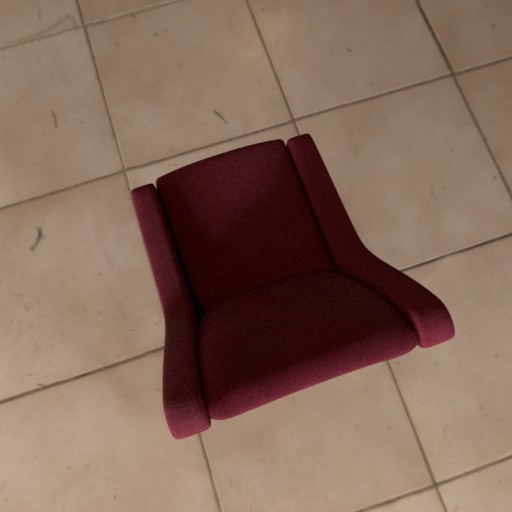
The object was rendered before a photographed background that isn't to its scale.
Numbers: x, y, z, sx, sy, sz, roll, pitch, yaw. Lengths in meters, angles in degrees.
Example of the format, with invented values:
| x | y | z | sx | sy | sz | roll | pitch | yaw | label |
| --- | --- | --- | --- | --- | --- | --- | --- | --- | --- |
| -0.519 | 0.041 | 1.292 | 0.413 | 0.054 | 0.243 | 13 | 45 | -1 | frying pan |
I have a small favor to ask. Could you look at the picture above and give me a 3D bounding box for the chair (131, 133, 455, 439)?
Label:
| x | y | z | sx | sy | sz | roll | pitch | yaw | label |
| --- | --- | --- | --- | --- | --- | --- | --- | --- | --- |
| 0.000 | 0.000 | 1.706 | 0.793 | 1.017 | 0.985 | -19 | 77 | -5 | chair |
